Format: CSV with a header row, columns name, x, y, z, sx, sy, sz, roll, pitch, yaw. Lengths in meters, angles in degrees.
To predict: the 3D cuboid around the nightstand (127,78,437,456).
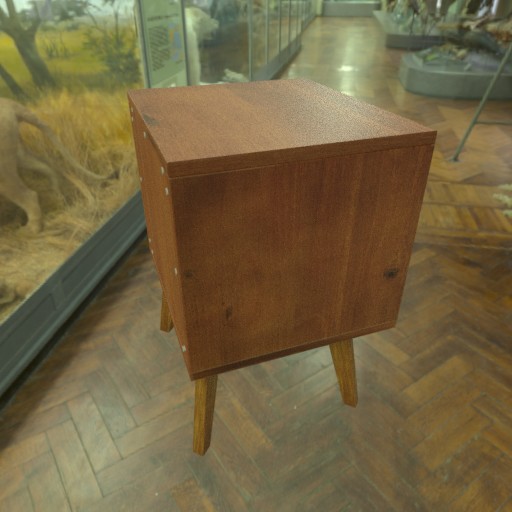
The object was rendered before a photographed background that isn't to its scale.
name,x,y,z,sx,sy,sz,roll,pitch,yaw
nightstand,0.000,0.000,0.947,0.411,0.618,0.460,-11,33,-17
